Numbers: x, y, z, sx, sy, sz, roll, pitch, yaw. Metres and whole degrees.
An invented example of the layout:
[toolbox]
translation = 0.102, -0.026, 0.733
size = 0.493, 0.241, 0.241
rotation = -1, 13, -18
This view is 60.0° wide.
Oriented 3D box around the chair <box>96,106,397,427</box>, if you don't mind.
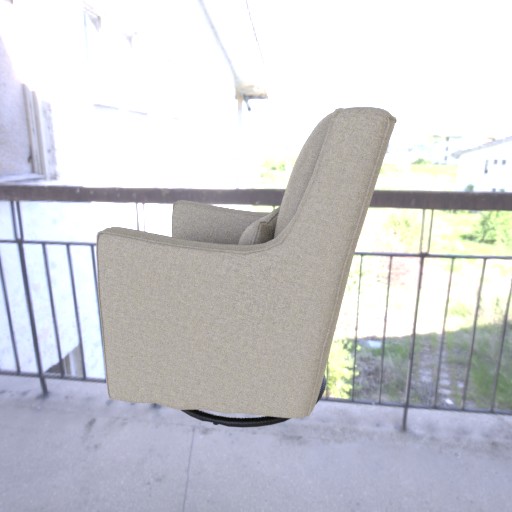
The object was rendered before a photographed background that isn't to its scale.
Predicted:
[chair]
translation = 0.000, 0.000, 1.587
size = 0.879, 0.993, 0.732
rotation = 2, 15, 9
